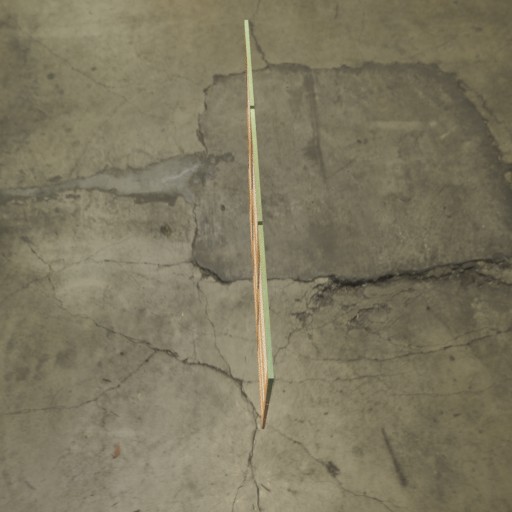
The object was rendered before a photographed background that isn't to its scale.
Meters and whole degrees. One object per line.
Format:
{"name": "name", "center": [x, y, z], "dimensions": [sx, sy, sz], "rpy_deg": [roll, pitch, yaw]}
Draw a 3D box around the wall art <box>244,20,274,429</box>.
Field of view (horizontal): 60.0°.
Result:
{"name": "wall art", "center": [0.000, 0.000, 1.805], "dimensions": [0.013, 1.219, 1.214], "rpy_deg": [-3, 64, -1]}
